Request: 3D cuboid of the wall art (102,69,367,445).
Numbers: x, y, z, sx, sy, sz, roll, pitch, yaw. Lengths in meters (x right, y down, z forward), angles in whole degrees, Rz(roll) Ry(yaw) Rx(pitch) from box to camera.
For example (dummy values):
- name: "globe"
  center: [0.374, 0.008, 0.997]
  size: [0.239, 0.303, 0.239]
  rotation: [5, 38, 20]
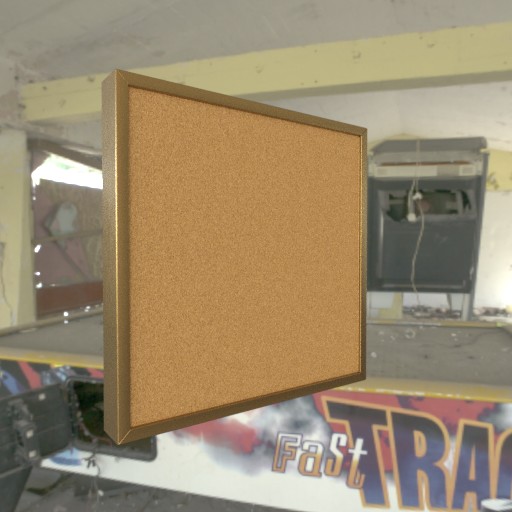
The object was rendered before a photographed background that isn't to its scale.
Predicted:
- name: "wall art"
  center: [0.000, 0.000, 0.462]
  size: [0.305, 0.305, 0.037]
  rotation: [-1, 1, -36]
